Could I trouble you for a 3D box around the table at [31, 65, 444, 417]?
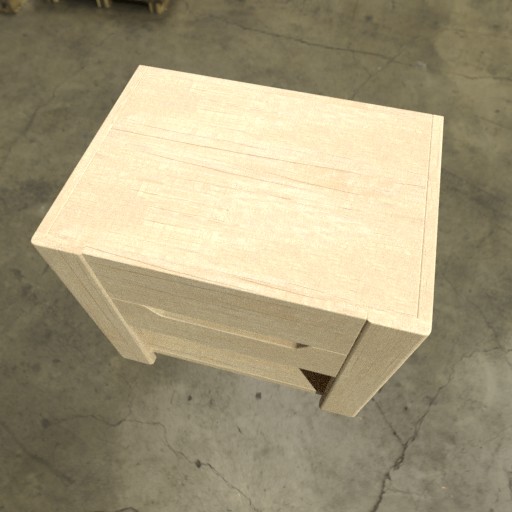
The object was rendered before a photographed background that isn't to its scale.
[{"bbox_3d":[0.000,0.000,0.924,0.570,0.510,0.420,12,60,7],"label":"table"}]
